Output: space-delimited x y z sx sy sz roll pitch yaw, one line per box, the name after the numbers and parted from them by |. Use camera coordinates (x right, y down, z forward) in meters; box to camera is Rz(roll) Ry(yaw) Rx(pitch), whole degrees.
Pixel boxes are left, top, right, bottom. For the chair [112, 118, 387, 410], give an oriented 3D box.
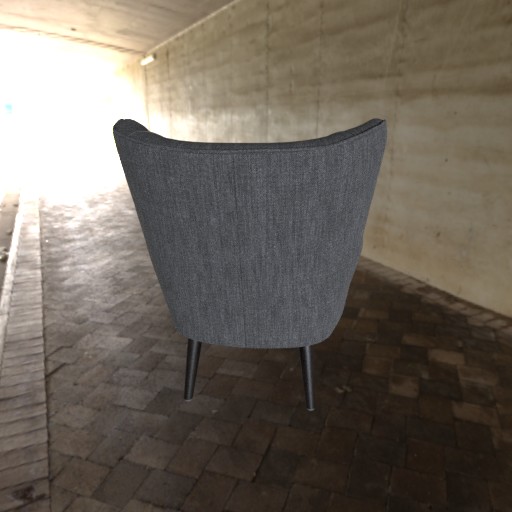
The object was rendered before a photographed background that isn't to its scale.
0.000 0.000 1.574 0.781 0.933 0.888 2 17 7 | chair
